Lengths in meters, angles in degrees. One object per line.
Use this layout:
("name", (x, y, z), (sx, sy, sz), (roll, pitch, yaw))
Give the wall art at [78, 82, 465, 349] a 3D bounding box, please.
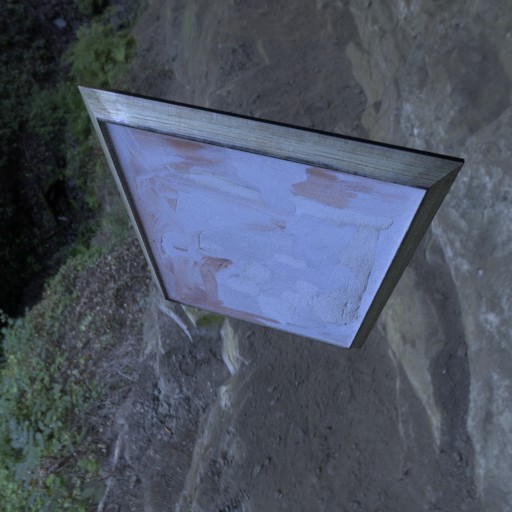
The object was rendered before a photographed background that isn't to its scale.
("wall art", (0.000, 0.000, 0.610), (0.381, 0.457, 0.023), (14, 59, 9))
